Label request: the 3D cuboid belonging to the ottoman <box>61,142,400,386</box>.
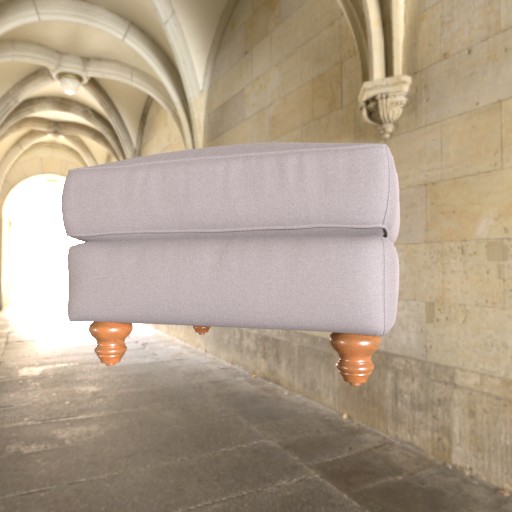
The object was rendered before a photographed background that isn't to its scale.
[{"bbox_3d":[0.000,0.000,1.165,0.721,0.505,0.662,0,-2,18],"label":"ottoman"}]
